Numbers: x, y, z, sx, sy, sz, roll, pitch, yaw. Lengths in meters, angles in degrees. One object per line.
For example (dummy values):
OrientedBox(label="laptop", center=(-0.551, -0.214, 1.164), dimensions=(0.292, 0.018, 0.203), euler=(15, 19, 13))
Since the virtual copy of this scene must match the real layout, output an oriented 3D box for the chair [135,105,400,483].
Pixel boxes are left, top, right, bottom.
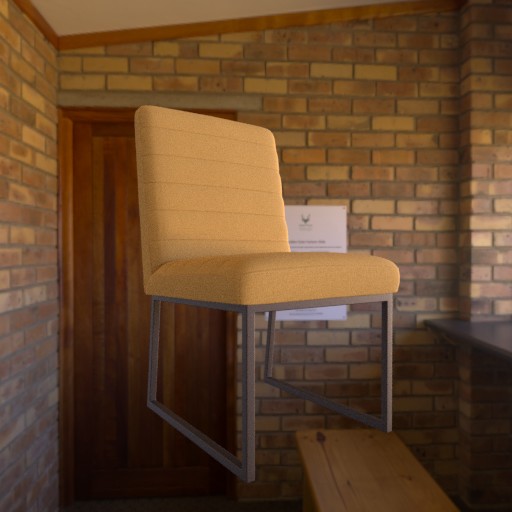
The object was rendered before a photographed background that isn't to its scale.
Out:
OrientedBox(label="chair", center=(0.000, 0.000, 1.284), dimensions=(0.520, 0.930, 0.634), euler=(0, 1, -35))
